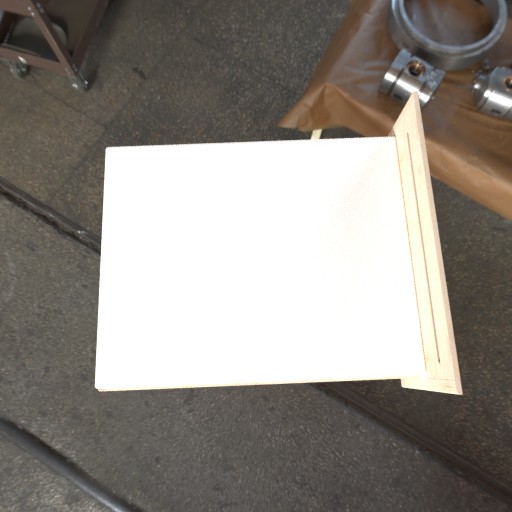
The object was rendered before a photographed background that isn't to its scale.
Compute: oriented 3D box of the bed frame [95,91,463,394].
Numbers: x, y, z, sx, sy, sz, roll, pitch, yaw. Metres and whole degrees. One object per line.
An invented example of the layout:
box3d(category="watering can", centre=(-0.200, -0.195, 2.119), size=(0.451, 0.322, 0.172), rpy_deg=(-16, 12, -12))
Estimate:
box3d(category="bed frame", centre=(0.000, 0.000, 2.952), size=(2.080, 0.900, 1.800), rpy_deg=(-2, 76, -1))
